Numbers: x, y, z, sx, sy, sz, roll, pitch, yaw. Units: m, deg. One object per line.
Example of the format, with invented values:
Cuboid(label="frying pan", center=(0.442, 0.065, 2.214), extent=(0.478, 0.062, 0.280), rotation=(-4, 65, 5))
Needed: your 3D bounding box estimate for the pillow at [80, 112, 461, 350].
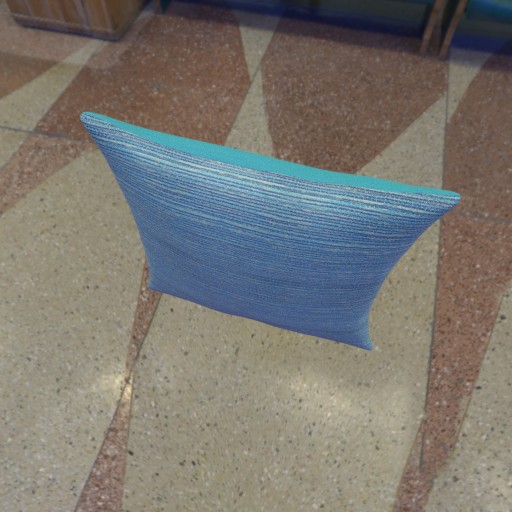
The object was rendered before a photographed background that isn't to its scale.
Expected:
Cuboid(label="pillow", center=(0.000, 0.000, 0.774), extent=(0.514, 0.497, 0.150), rotation=(14, 58, 9))
